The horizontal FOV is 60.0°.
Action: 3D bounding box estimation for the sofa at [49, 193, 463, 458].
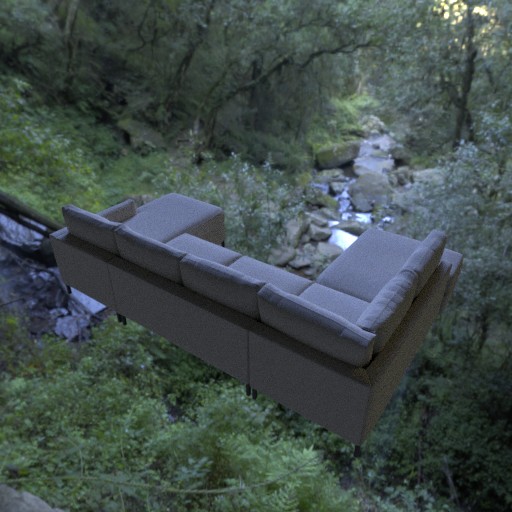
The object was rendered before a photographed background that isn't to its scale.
[{"bbox_3d":[0.000,0.000,3.827,2.984,0.862,1.989,21,37,29],"label":"sofa"}]
